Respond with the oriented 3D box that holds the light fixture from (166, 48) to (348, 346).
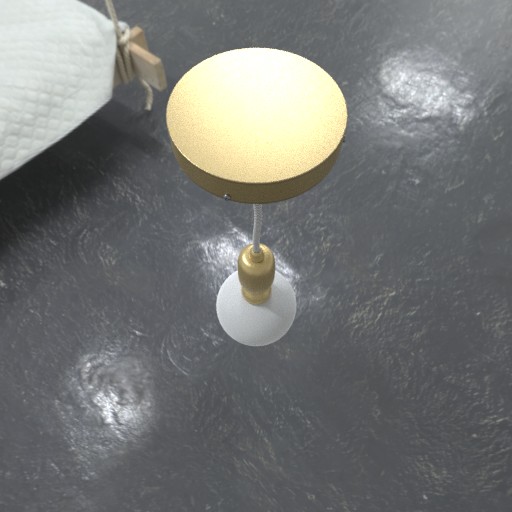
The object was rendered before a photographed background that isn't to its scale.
[{"bbox_3d":[0.000,0.000,0.577,0.147,0.510,0.146,17,64,8],"label":"light fixture"}]
